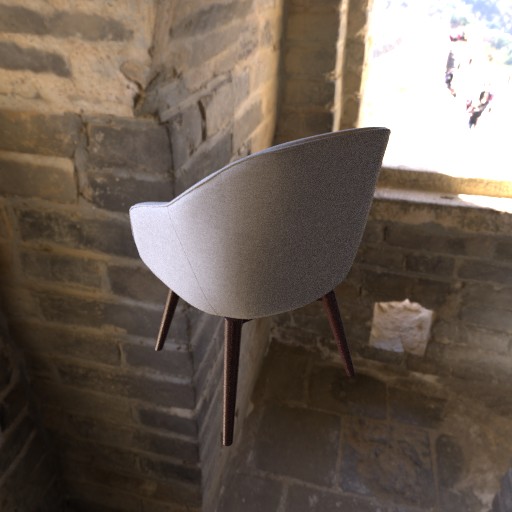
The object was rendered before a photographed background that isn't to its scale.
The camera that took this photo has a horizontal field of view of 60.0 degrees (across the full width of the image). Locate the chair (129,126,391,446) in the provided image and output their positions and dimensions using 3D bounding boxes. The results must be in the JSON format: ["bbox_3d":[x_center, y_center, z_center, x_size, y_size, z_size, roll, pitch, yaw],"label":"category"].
[{"bbox_3d":[0.000,0.000,1.271,0.596,0.823,0.635,-18,33,-30],"label":"chair"}]
